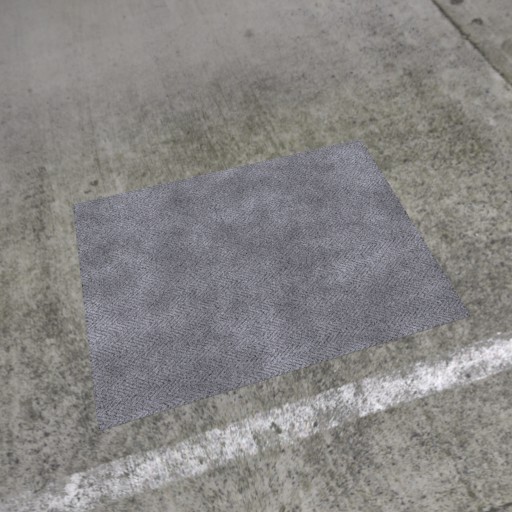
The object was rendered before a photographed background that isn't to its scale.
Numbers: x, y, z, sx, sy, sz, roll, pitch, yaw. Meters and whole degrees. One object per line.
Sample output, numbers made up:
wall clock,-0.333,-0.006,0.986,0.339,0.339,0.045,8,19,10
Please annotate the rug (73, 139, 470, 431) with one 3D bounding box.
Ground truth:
rug,0.000,0.000,2.923,2.235,0.008,1.600,-15,59,-9
